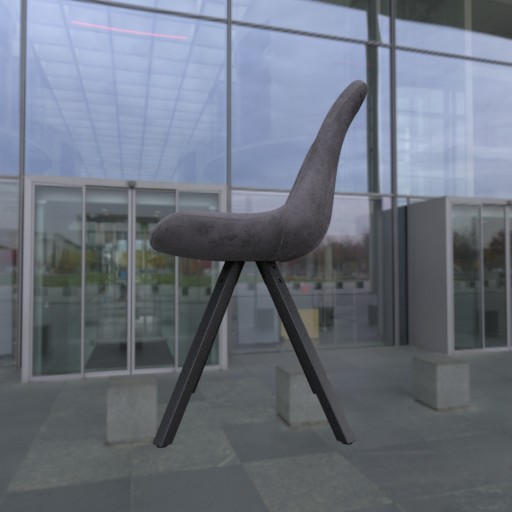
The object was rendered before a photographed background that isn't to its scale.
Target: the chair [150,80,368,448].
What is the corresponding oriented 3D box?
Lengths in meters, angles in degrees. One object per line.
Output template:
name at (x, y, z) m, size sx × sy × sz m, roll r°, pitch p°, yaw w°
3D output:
chair at (0.000, 0.000, 1.193) m, size 0.550 × 0.850 × 0.485 m, roll 0°, pitch -2°, yaw -1°
